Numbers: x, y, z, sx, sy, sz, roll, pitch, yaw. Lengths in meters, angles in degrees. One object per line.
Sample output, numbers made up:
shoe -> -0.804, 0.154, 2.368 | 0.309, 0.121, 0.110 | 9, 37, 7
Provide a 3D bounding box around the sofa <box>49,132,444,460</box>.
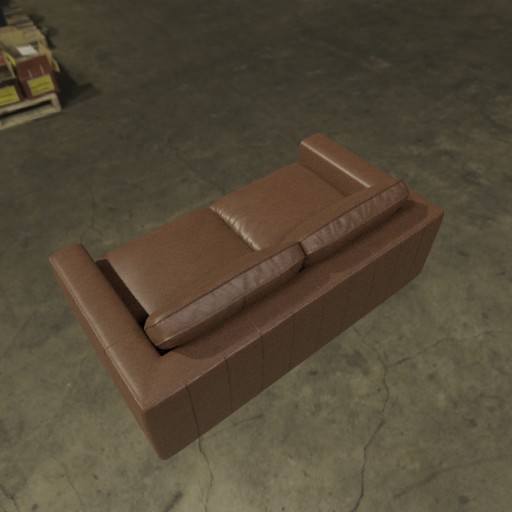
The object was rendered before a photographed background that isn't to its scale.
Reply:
sofa -> 0.000, 0.000, 2.494 | 1.920, 0.800, 1.070 | -30, 54, -24
